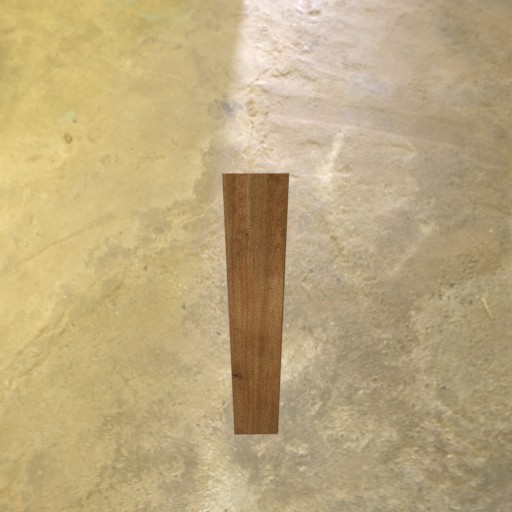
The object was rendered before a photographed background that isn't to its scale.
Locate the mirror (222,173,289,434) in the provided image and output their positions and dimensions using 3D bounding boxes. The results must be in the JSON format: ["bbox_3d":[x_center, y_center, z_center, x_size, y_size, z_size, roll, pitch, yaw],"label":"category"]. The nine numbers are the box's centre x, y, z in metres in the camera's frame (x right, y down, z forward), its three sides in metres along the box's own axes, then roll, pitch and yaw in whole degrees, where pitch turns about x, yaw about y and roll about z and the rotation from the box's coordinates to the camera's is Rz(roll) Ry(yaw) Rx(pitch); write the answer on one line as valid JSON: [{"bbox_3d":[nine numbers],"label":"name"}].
[{"bbox_3d":[0.000,0.000,0.899,0.100,0.548,0.631,0,64,0],"label":"mirror"}]
